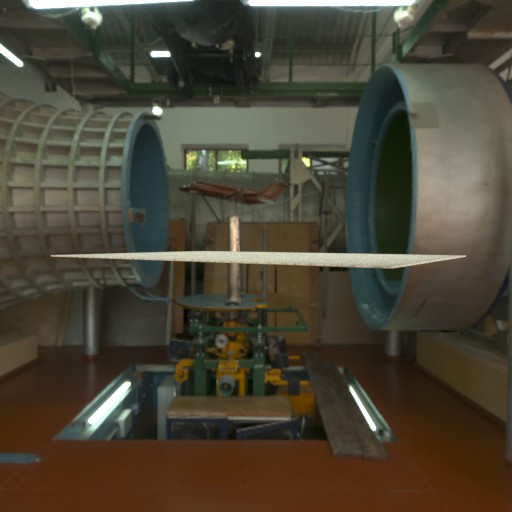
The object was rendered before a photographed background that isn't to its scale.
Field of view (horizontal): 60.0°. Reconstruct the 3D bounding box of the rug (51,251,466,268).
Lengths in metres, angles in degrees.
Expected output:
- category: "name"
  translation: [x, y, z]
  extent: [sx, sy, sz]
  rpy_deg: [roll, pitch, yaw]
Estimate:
- category: "rug"
  translation: [0.000, 0.000, 2.331]
  extent: [1.827, 0.007, 1.211]
  rpy_deg: [1, 2, 35]
